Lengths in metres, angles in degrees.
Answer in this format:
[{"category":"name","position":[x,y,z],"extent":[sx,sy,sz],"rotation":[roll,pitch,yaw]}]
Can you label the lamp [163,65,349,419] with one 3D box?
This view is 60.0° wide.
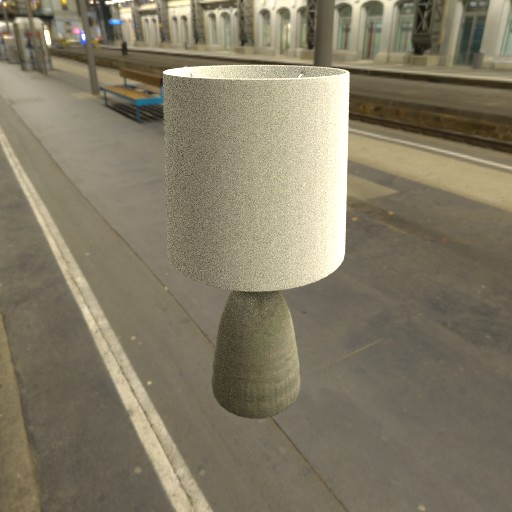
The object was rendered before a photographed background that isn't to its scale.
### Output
[{"category":"lamp","position":[0.000,0.000,0.478],"extent":[0.186,0.369,0.186],"rotation":[0,27,0]}]
